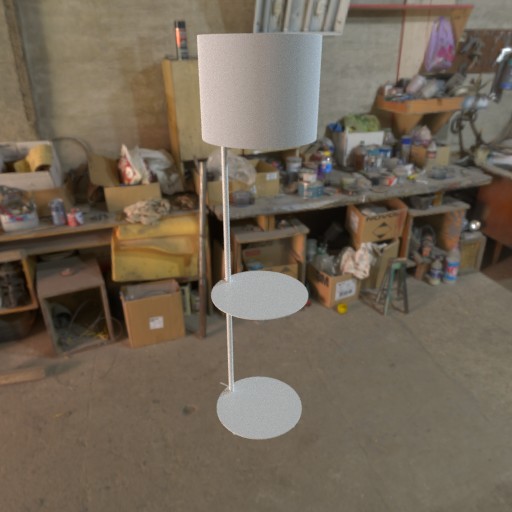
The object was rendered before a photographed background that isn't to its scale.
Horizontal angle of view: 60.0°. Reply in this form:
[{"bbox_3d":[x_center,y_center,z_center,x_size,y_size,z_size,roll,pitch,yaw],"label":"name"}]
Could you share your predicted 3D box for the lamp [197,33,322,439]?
[{"bbox_3d":[0.000,0.000,1.643,0.405,1.465,0.372,17,30,33],"label":"lamp"}]
